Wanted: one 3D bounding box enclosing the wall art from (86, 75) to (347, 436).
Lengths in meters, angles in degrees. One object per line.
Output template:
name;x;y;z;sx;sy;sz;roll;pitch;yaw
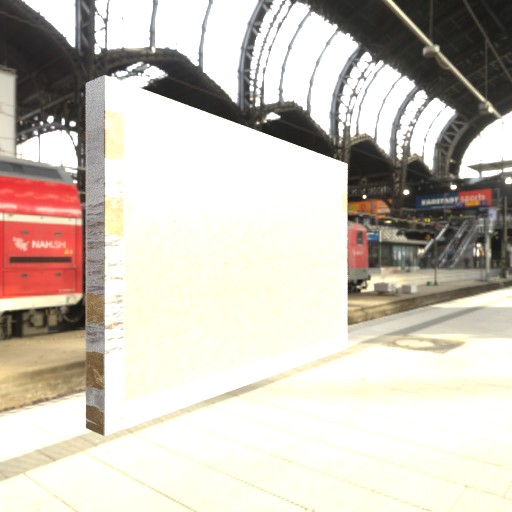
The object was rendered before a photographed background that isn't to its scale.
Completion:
wall art;0.000;0.000;0.750;0.041;0.407;0.606;0;0;38
